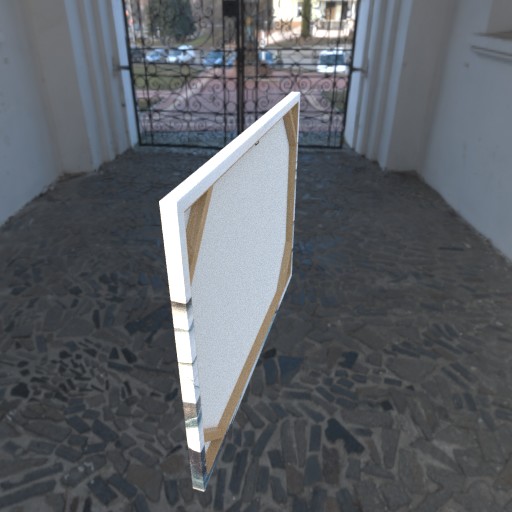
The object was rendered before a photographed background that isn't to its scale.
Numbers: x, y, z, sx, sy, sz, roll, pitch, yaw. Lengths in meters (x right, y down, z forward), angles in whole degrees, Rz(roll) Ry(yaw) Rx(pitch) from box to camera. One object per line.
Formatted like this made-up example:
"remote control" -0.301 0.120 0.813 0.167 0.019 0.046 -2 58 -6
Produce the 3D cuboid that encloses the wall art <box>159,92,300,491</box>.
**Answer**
"wall art" 0.000 0.000 1.581 0.039 0.915 1.219 8 31 14
